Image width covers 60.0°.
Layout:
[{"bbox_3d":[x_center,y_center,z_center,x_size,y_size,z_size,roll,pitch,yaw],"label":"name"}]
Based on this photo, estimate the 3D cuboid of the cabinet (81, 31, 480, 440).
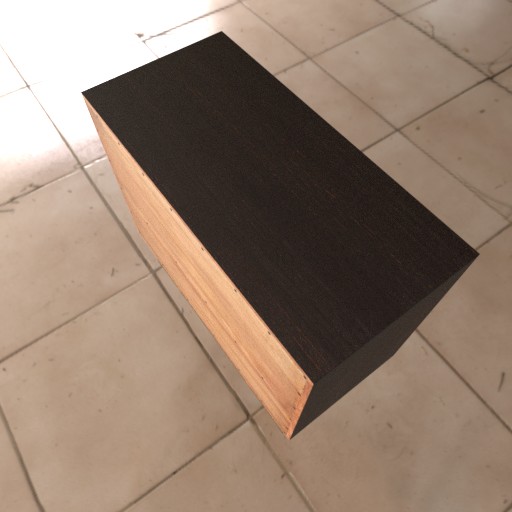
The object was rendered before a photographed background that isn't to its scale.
[{"bbox_3d":[0.000,0.000,1.413,0.451,0.860,0.950,-32,65,-18],"label":"cabinet"}]
